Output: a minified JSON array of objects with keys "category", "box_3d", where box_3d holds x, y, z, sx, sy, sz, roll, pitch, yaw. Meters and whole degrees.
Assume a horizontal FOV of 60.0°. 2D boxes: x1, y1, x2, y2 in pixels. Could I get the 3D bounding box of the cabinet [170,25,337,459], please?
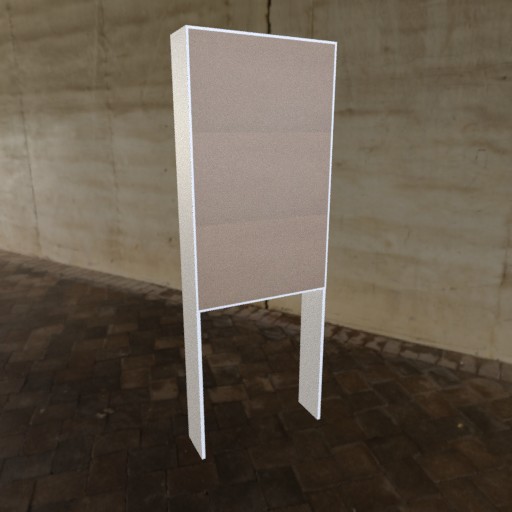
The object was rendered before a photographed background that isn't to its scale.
[{"category":"cabinet","box_3d":[0.000,0.000,1.978,0.643,1.770,0.192,-8,17,-26]}]
